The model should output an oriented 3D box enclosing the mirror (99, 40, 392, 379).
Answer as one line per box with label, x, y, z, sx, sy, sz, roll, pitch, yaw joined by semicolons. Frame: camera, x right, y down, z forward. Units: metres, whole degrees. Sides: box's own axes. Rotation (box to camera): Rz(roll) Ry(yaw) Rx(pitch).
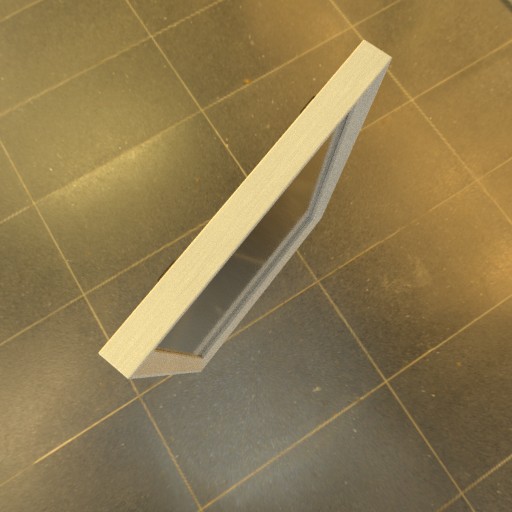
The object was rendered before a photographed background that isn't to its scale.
mirror;0.000;0.000;0.668;0.041;0.509;0.406;37;79;9
